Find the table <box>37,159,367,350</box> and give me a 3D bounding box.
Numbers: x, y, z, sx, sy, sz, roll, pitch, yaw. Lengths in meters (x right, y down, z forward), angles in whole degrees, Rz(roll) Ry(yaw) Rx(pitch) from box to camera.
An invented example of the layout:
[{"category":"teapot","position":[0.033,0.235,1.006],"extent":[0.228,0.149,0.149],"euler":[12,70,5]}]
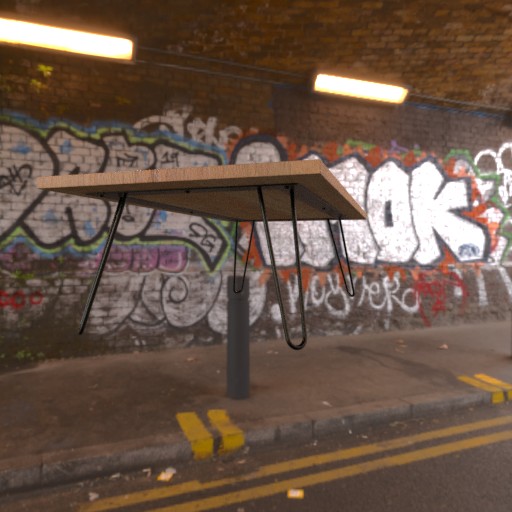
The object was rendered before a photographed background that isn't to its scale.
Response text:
[{"category":"table","position":[0.000,0.000,1.624],"extent":[0.699,0.400,1.348],"euler":[0,1,18]}]
